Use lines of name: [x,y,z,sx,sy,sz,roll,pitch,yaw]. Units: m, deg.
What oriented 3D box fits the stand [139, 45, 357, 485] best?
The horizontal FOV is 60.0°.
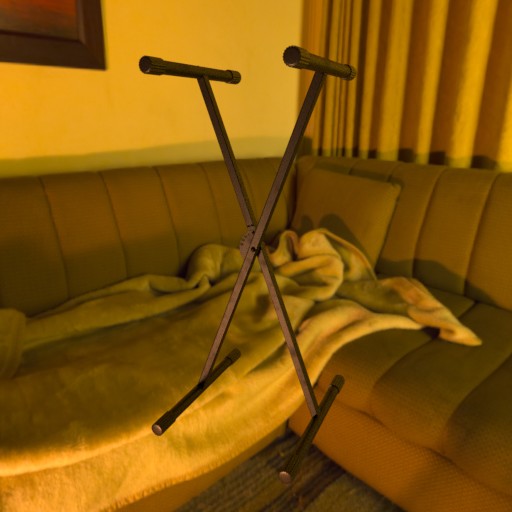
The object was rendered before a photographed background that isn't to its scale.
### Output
stand: [0.000,0.000,1.162,0.409,0.940,0.449,9,20,25]
